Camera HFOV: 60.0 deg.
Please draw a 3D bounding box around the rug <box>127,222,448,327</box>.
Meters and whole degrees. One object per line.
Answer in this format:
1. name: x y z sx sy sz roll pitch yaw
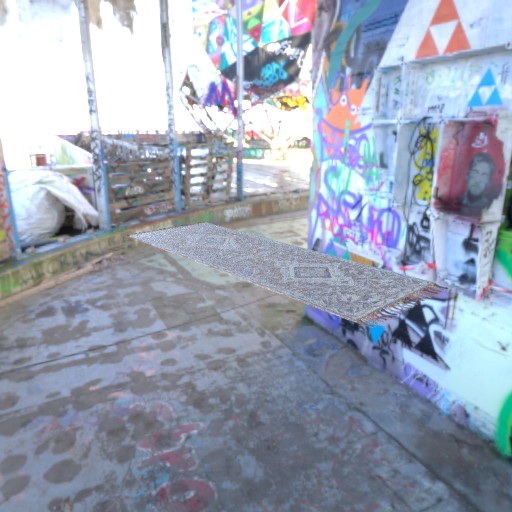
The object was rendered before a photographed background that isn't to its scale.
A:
1. rug: 0.000 0.000 2.949 1.324 0.018 2.378 -8 18 -25
